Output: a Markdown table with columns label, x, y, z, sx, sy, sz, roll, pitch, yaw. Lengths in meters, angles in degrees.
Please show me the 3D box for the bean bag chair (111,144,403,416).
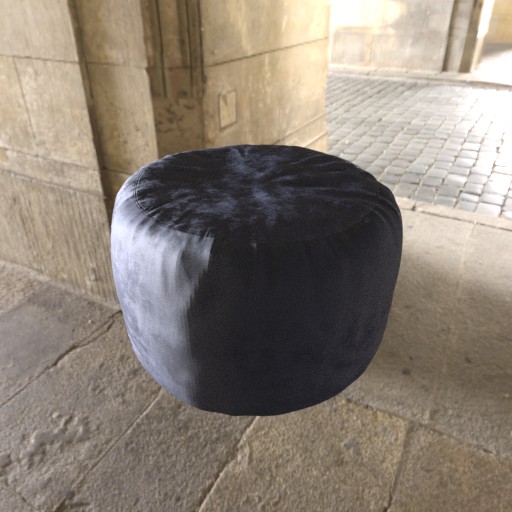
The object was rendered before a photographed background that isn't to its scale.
| label | x | y | z | sx | sy | sz | roll | pitch | yaw |
| --- | --- | --- | --- | --- | --- | --- | --- | --- | --- |
| bean bag chair | 0.000 | 0.000 | 1.974 | 1.219 | 0.762 | 1.219 | 0 | 31 | 0 |
